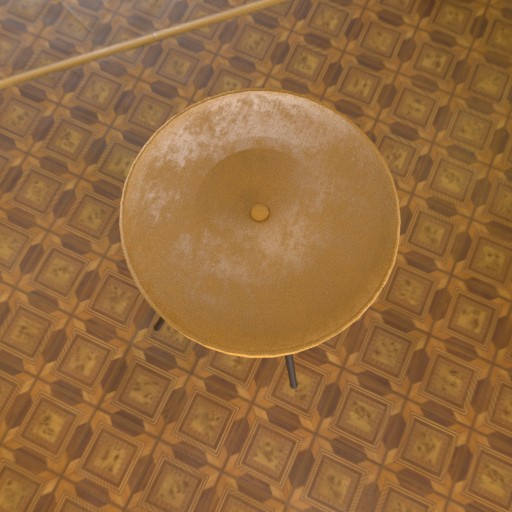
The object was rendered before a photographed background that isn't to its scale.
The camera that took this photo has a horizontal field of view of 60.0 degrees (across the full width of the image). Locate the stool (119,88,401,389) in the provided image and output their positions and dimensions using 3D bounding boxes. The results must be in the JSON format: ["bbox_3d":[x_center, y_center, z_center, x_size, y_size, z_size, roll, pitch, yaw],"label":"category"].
[{"bbox_3d":[0.000,0.000,0.940,0.438,0.595,0.472,24,77,6],"label":"stool"}]
